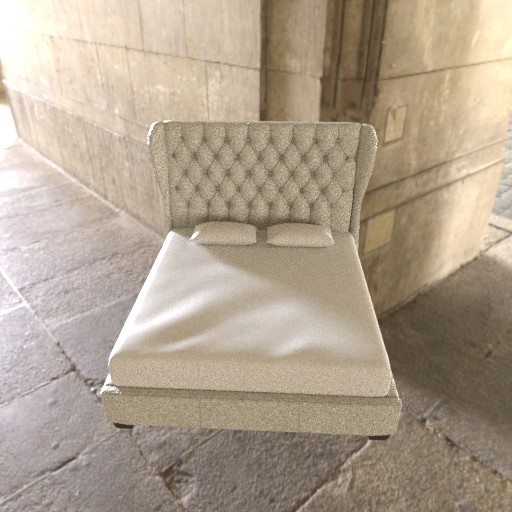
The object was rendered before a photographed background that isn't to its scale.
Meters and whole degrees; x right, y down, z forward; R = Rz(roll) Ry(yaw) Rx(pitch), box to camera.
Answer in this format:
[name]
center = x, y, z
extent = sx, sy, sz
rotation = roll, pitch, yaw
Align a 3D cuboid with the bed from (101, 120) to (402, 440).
[bed]
center = 0.000, 0.000, 3.849
extent = 2.219, 1.771, 2.347
rotation = 2, 30, 3
